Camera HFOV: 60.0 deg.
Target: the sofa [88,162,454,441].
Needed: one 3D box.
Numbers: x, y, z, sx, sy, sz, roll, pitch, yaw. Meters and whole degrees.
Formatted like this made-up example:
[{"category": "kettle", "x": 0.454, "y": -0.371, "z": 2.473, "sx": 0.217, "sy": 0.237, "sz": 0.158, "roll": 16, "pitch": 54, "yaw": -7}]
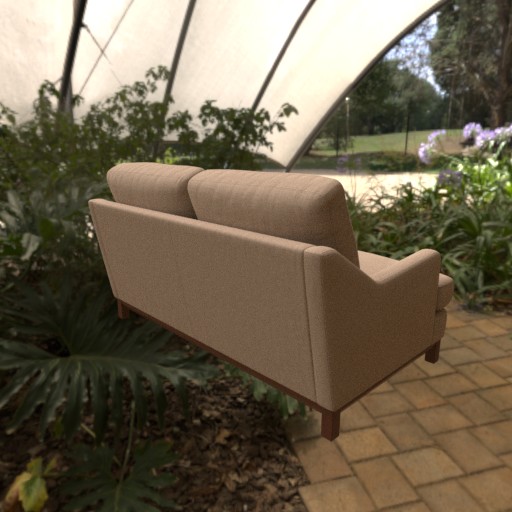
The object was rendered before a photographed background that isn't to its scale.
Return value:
[{"category": "sofa", "x": 0.000, "y": 0.000, "z": 2.232, "sx": 1.004, "sy": 0.910, "sz": 1.619, "roll": -14, "pitch": 20, "yaw": -42}]
